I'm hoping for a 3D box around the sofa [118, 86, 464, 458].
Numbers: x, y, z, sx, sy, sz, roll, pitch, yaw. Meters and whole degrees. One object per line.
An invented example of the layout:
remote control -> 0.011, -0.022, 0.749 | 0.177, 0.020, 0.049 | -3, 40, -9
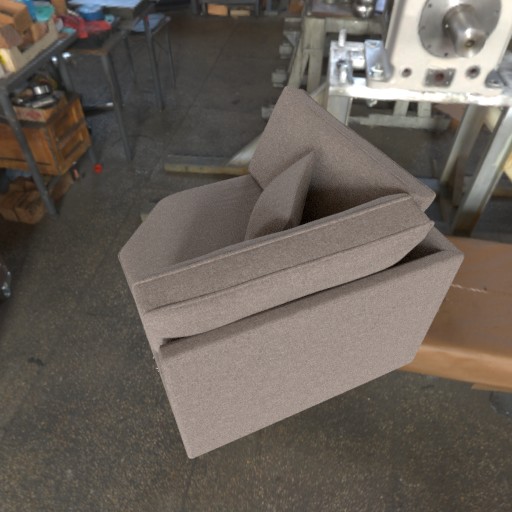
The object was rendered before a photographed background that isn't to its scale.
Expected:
sofa -> 0.000, 0.000, 1.833 | 1.042, 0.951, 1.050 | -18, 49, -16
